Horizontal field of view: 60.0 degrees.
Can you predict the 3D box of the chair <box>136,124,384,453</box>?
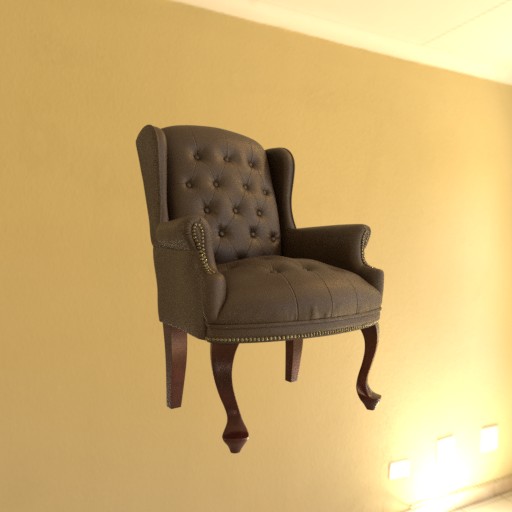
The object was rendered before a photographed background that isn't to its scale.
[{"bbox_3d":[0.000,0.000,1.714,0.829,1.132,0.819,0,1,-36],"label":"chair"}]
